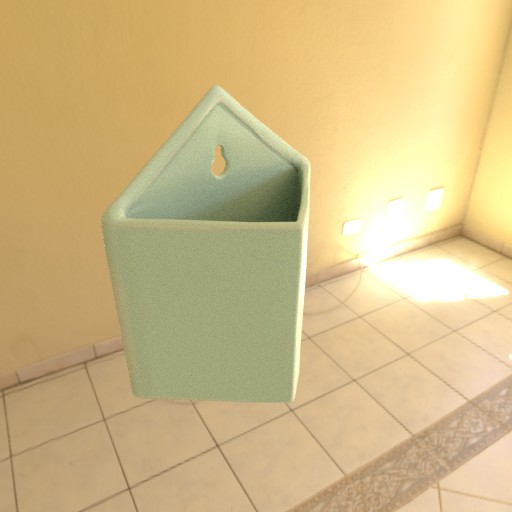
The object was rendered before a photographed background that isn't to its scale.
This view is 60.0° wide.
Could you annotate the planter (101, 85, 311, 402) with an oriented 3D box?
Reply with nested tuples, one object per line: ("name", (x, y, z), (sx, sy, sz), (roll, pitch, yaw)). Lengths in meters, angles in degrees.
("planter", (0.000, 0.000, 0.283), (0.164, 0.197, 0.079), (-23, 36, -34))
